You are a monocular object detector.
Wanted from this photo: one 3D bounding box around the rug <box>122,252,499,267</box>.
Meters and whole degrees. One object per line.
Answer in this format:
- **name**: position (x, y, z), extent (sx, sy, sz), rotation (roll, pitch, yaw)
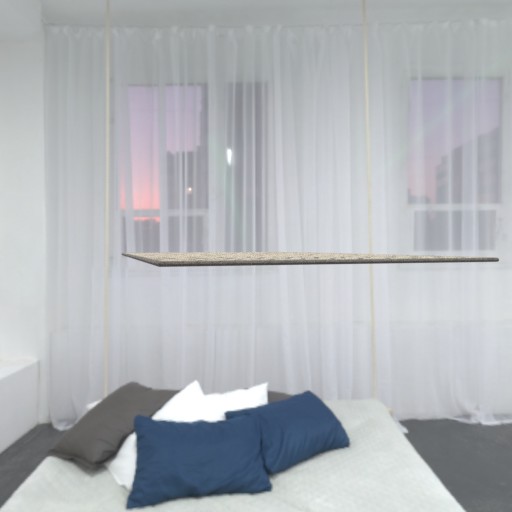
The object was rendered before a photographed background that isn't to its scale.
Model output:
- **rug**: position (0.000, 0.000, 2.258), extent (1.219, 0.016, 1.829), rotation (0, 1, -20)
